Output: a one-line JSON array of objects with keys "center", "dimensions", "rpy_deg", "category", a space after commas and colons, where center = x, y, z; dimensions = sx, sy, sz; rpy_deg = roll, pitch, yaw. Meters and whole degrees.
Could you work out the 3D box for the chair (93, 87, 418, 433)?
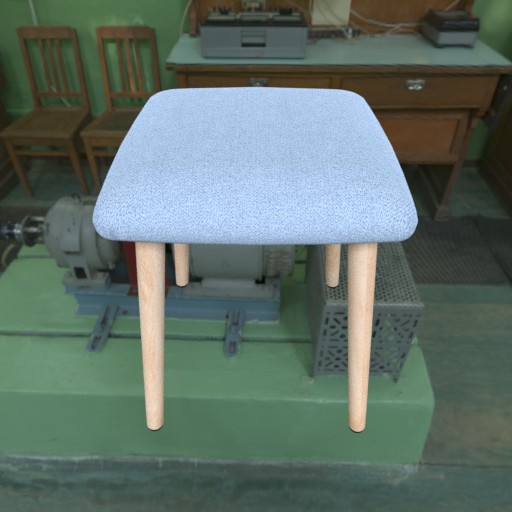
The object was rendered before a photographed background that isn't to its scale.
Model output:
[{"center": [0.000, 0.000, 0.683], "dimensions": [0.350, 0.440, 0.350], "rpy_deg": [0, 41, 0], "category": "chair"}]
